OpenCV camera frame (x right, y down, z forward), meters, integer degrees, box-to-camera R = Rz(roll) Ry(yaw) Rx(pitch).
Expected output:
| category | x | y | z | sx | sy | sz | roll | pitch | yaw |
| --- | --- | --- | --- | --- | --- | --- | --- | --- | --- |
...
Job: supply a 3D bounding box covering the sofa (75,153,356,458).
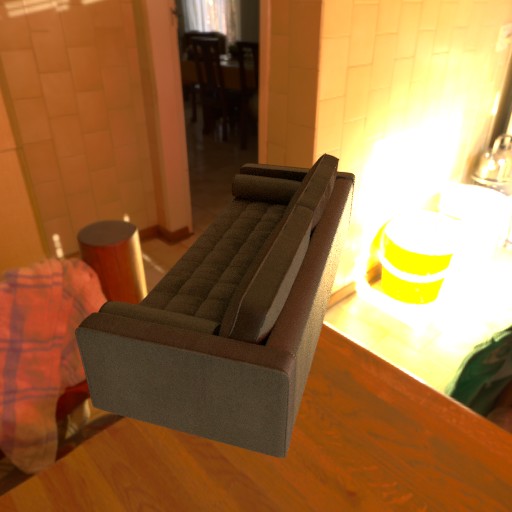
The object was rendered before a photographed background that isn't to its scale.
| category | x | y | z | sx | sy | sz | roll | pitch | yaw |
| --- | --- | --- | --- | --- | --- | --- | --- | --- | --- |
| sofa | 0.000 | 0.000 | 2.661 | 0.918 | 0.769 | 2.199 | 9 | 31 | 15 |
